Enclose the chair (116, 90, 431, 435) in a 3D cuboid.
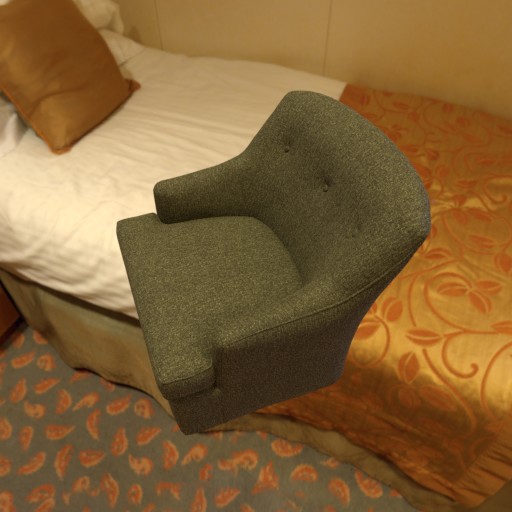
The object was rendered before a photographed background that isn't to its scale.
[{"bbox_3d":[0.000,0.000,1.635,0.923,0.856,0.864,-16,49,-15],"label":"chair"}]
